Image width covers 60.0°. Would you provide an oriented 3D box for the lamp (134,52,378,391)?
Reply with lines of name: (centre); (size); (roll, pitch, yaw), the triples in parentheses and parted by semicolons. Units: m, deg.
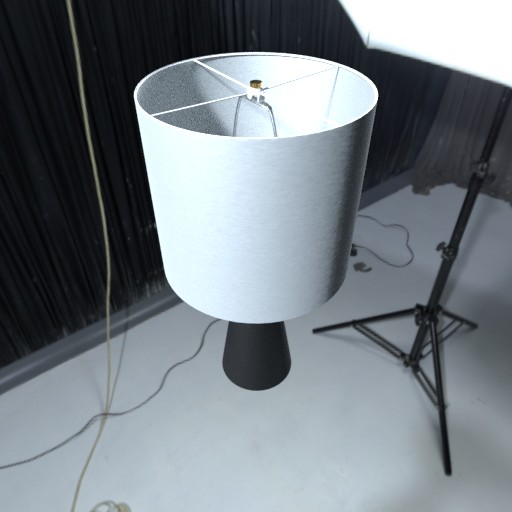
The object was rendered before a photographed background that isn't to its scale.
lamp: (0.000, 0.000, 0.753); (0.308, 0.580, 0.308); (-26, 46, -28)
